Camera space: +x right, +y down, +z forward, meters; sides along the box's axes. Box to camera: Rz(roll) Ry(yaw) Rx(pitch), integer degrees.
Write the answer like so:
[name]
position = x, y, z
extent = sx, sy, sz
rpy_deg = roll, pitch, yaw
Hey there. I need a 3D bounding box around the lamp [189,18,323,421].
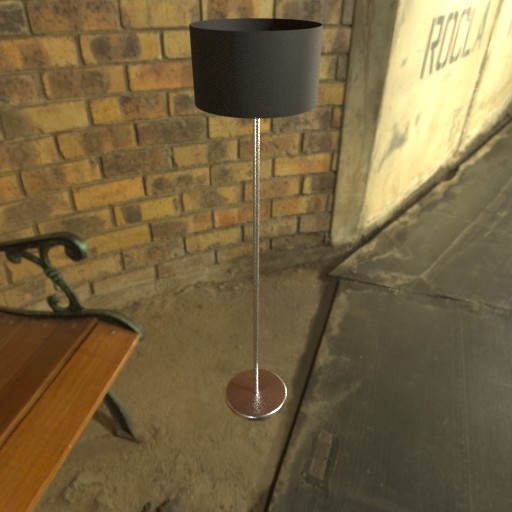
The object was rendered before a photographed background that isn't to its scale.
[lamp]
position = 0.000, 0.000, 1.550
extent = 0.348, 1.443, 0.348
rpy_deg = -10, 34, -16
